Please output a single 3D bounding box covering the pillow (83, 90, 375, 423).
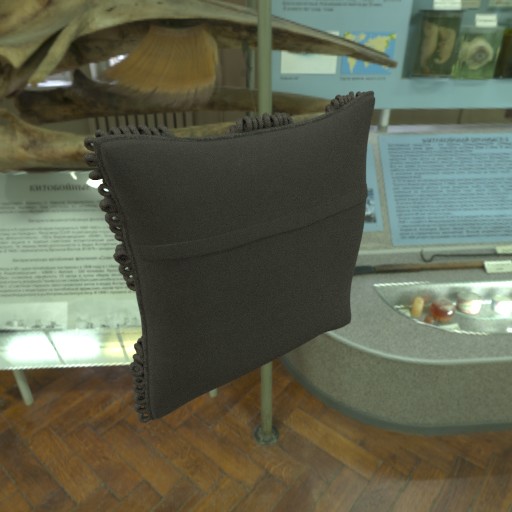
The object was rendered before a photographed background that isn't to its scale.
[{"bbox_3d":[0.000,0.000,0.714,0.470,0.467,0.172,-19,35,-30],"label":"pillow"}]
